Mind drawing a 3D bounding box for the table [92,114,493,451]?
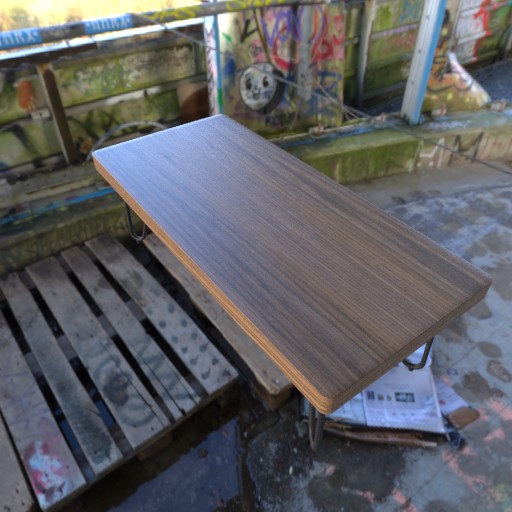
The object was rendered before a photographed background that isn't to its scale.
[{"bbox_3d":[0.000,0.000,1.649,0.637,0.468,1.375,-26,47,-27],"label":"table"}]
